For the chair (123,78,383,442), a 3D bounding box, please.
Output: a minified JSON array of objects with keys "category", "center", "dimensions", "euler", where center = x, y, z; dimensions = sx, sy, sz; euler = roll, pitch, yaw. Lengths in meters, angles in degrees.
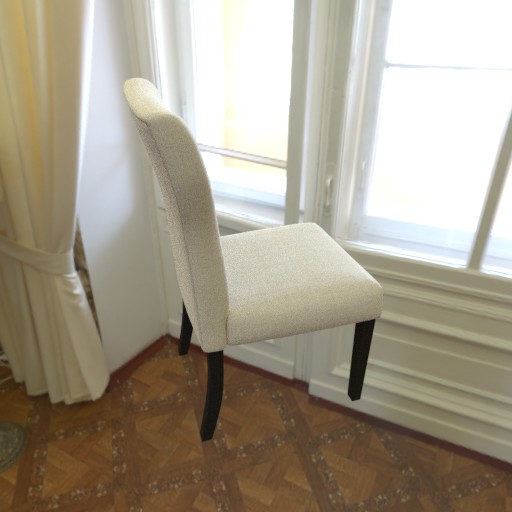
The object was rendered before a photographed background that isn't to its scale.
[{"category":"chair","center":[0.000,0.000,1.264],"dimensions":[0.597,0.921,0.509],"euler":[-9,31,-16]}]
